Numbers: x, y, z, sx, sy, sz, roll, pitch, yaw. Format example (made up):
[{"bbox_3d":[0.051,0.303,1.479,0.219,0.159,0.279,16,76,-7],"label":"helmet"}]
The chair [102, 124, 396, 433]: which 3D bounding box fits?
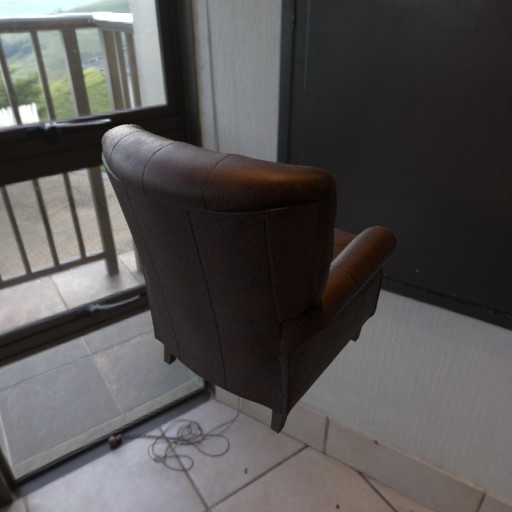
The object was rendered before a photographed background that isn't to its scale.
[{"bbox_3d":[0.000,0.000,1.902,0.948,1.158,1.058,21,37,31],"label":"chair"}]
